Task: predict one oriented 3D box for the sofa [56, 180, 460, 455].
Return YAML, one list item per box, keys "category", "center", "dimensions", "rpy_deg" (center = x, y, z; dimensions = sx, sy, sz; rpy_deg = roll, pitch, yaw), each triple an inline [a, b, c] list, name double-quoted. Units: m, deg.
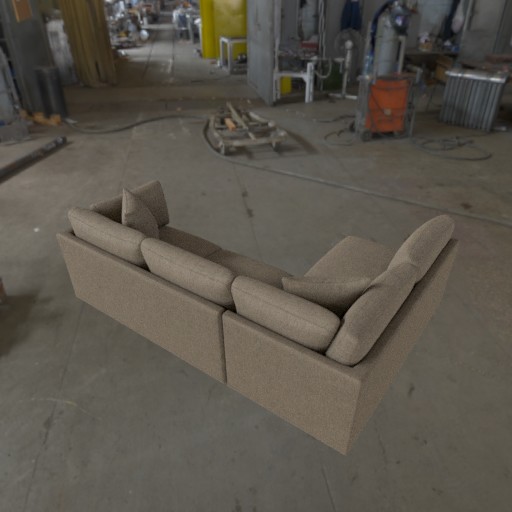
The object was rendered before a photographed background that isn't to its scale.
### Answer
- category: "sofa"
  center: [0.000, 0.000, 3.932]
  dimensions: [2.896, 0.978, 1.994]
  rpy_deg: [21, 38, 30]
